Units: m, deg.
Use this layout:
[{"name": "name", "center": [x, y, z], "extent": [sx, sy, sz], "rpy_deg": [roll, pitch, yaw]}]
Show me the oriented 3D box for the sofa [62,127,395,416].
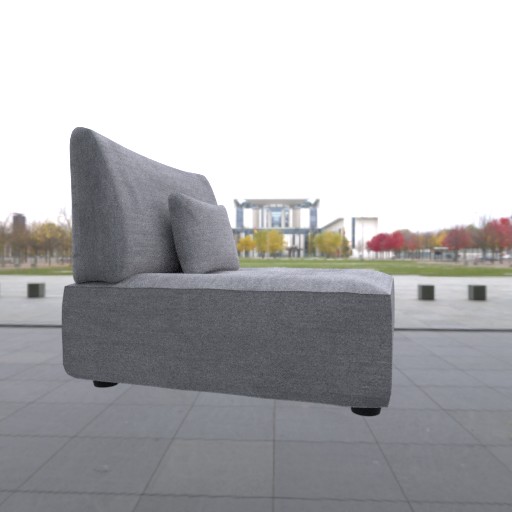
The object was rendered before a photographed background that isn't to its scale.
[{"name": "sofa", "center": [0.000, 0.000, 1.685], "extent": [1.000, 0.820, 0.930], "rpy_deg": [0, 0, 18]}]
